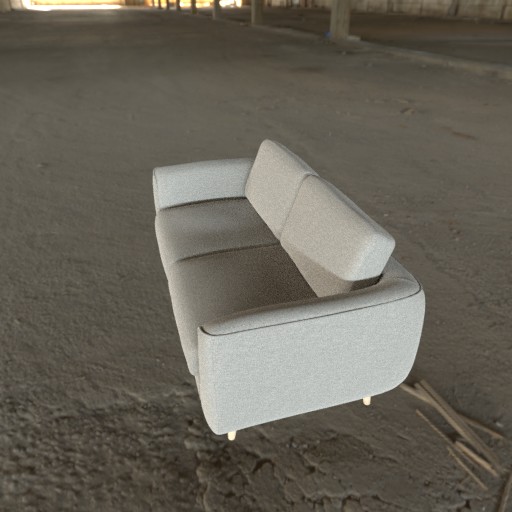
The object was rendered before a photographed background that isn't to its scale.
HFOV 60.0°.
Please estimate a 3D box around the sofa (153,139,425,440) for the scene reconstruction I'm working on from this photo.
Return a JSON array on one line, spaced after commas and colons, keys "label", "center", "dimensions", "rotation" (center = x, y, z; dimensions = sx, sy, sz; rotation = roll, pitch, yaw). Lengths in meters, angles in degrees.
[{"label": "sofa", "center": [0.000, 0.000, 2.260], "dimensions": [0.920, 0.850, 1.700], "rotation": [-9, 32, -14]}]
